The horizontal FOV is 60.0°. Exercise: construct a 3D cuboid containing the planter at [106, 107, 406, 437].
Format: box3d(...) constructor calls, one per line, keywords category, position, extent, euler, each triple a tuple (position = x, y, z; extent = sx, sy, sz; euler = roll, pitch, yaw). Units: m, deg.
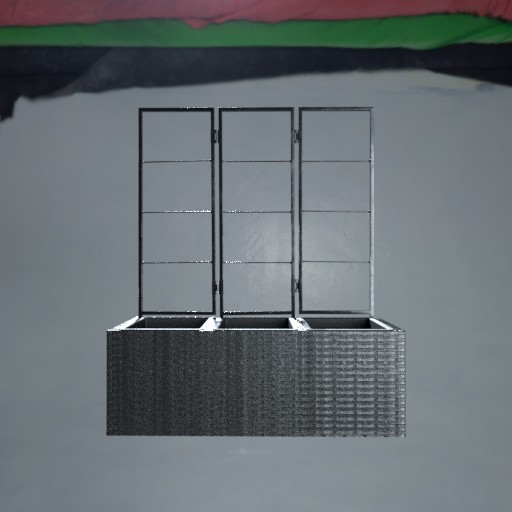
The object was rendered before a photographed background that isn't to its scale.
box3d(category="planter", position=(0.000, 0.000, 1.150), extent=(0.698, 0.841, 0.244), euler=(0, 0, 1))
